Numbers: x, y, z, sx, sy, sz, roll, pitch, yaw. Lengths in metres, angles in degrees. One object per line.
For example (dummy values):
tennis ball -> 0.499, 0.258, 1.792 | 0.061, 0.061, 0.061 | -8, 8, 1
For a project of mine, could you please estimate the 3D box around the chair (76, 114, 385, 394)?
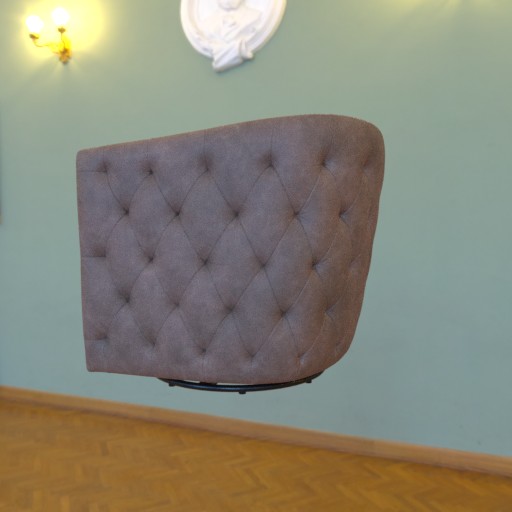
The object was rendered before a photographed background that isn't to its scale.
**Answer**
chair -> 0.000, 0.000, 1.563 | 0.870, 0.790, 0.850 | 0, 1, 18
